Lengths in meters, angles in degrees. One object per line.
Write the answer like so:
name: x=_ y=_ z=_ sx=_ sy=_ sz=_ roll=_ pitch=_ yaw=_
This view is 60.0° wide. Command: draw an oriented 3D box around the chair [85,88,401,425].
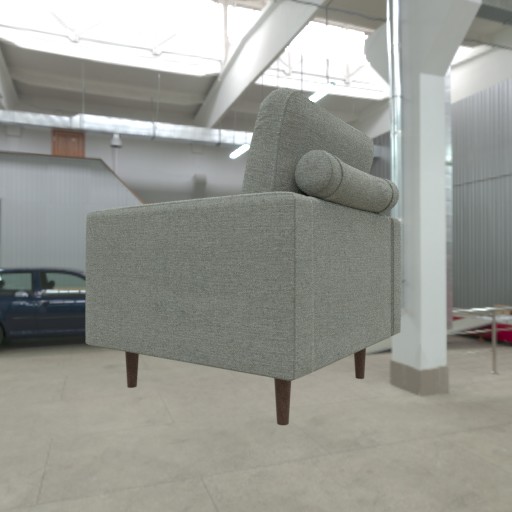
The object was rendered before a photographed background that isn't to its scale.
chair: x=0.000 y=0.000 z=1.540 sx=0.843 sy=0.880 sz=0.821 roll=0 pitch=-1 yaw=34
